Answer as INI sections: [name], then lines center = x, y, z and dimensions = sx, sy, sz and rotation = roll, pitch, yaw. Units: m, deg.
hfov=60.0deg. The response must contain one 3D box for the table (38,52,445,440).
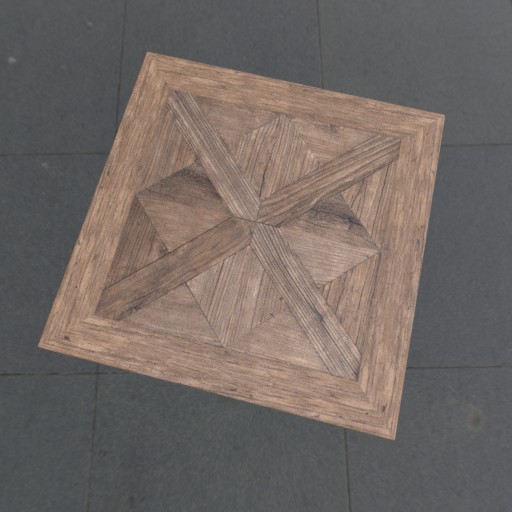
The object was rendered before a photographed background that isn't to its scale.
[table]
center = 0.000, 0.000, 1.182
dimensions = 0.700, 0.532, 0.700
rotation = 14, 75, 4
